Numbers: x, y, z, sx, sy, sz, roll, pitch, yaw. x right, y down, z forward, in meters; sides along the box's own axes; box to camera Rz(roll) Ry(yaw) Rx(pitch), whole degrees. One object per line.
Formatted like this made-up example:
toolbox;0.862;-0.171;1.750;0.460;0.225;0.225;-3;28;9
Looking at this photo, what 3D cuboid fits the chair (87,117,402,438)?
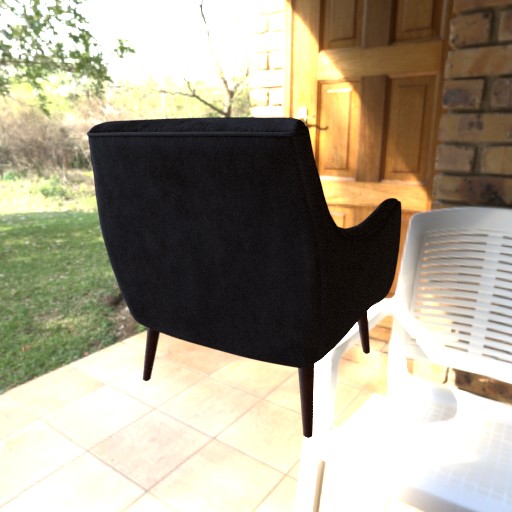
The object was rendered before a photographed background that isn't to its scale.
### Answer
chair;0.000;0.000;1.444;0.762;0.838;0.787;8;17;29
